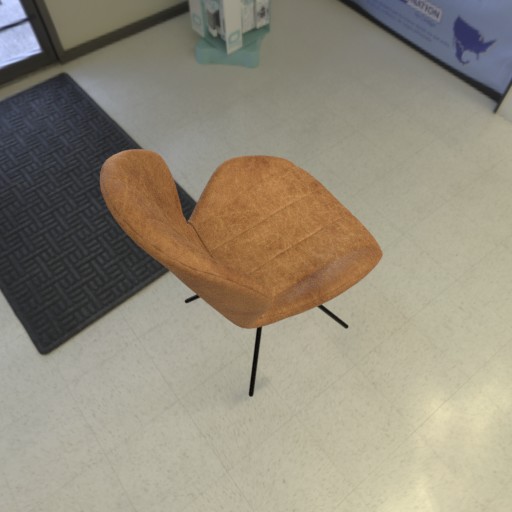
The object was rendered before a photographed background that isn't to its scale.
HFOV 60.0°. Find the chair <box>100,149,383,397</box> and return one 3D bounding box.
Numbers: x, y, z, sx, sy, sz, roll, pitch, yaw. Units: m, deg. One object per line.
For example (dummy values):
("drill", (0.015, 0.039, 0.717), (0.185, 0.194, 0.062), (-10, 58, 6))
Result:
("chair", (0.000, 0.000, 1.280), (0.640, 0.929, 0.527), (-31, 63, -18))
